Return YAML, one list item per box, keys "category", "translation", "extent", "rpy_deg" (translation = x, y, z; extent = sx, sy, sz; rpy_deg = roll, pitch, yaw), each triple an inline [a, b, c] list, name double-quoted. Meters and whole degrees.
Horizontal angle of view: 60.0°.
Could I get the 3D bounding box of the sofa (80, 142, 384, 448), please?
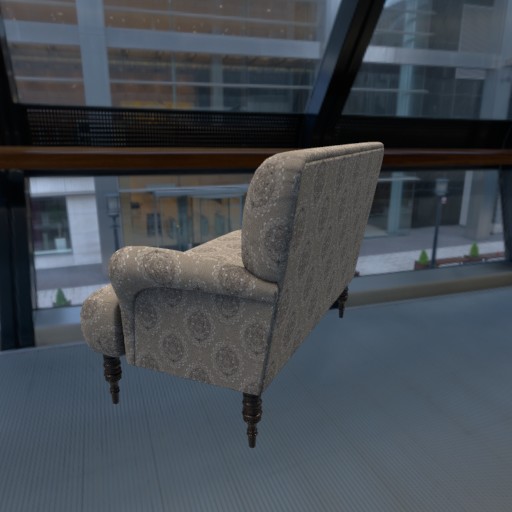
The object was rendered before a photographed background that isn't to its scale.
- category: "sofa"
  translation: [0.000, 0.000, 1.812]
  extent: [0.779, 0.889, 1.297]
  rpy_deg: [7, 17, 24]
